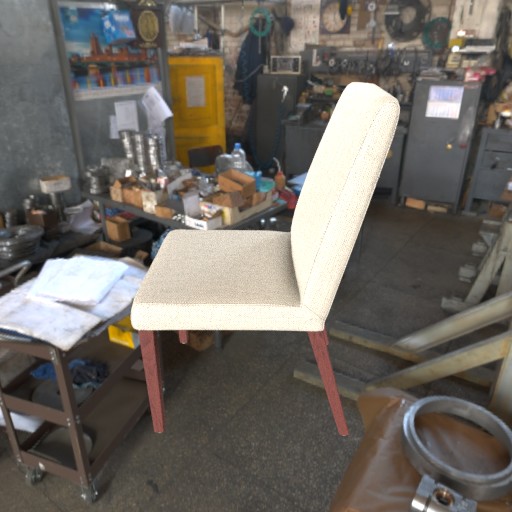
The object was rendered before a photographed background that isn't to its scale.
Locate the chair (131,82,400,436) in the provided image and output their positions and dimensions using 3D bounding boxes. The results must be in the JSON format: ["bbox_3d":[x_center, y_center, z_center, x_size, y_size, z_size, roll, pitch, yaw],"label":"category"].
[{"bbox_3d":[0.000,0.000,1.241,0.594,0.900,0.480,0,25,1],"label":"chair"}]
